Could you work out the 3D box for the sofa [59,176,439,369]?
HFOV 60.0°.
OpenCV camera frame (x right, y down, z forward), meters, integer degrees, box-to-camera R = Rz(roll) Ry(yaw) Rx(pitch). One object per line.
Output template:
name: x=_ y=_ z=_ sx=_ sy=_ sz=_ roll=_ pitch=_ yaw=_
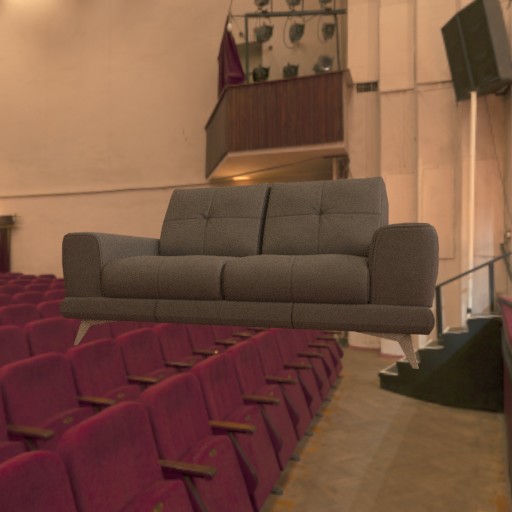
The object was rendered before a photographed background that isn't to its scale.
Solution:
sofa: x=0.000 y=0.000 z=2.423 sx=1.806 sy=0.907 sz=1.018 roll=0 pitch=-1 yaw=18
